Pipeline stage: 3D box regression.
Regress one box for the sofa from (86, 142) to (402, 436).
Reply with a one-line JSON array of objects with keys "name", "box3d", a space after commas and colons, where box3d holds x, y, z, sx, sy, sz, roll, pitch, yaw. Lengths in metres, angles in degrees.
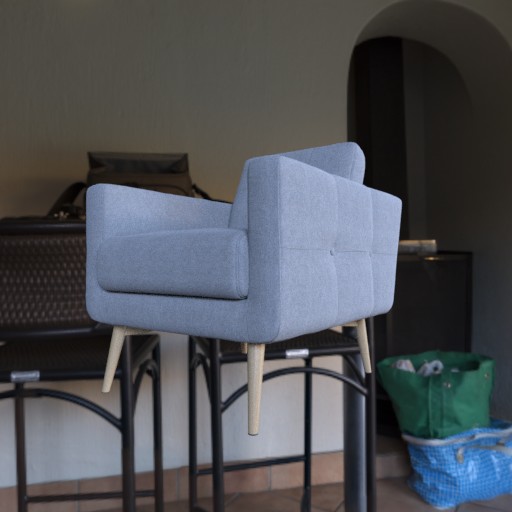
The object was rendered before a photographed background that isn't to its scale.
[{"name": "sofa", "box3d": [0.000, 0.000, 1.558, 0.770, 0.860, 0.920, 0, -1, 36]}]
